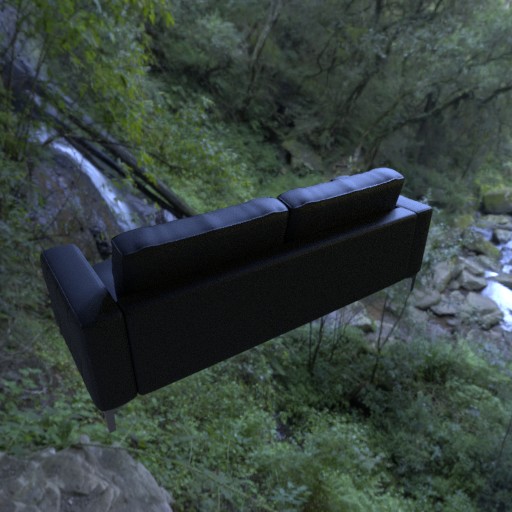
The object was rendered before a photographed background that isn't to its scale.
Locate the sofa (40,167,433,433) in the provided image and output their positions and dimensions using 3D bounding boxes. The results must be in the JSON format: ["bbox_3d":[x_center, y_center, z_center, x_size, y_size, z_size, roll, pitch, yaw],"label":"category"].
[{"bbox_3d":[0.000,0.000,2.703,2.275,0.893,0.833,-18,34,-29],"label":"sofa"}]
